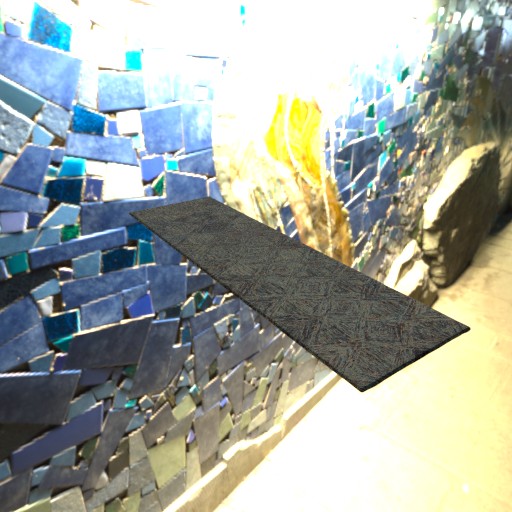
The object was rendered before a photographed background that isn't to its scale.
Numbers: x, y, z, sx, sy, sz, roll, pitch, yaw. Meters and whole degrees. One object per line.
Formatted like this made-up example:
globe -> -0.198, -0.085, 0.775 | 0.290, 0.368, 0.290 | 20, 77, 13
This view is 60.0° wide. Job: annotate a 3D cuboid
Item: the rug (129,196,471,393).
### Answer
rug -> 0.000, 0.000, 2.596 | 0.688, 0.015, 2.292 | -17, 30, -31
